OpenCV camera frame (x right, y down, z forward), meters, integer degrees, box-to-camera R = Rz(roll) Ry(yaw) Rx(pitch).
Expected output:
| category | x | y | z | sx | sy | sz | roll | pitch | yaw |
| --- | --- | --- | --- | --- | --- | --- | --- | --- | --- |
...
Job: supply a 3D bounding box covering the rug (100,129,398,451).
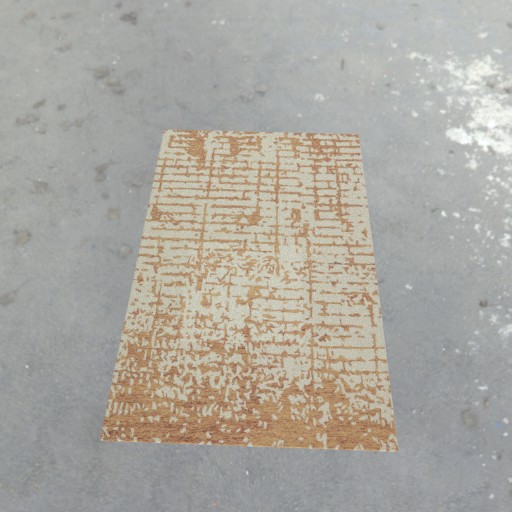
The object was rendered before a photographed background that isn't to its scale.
| category | x | y | z | sx | sy | sz | roll | pitch | yaw |
| --- | --- | --- | --- | --- | --- | --- | --- | --- | --- |
| rug | 0.000 | 0.000 | 2.292 | 1.219 | 0.011 | 1.829 | 2 | 58 | 1 |
